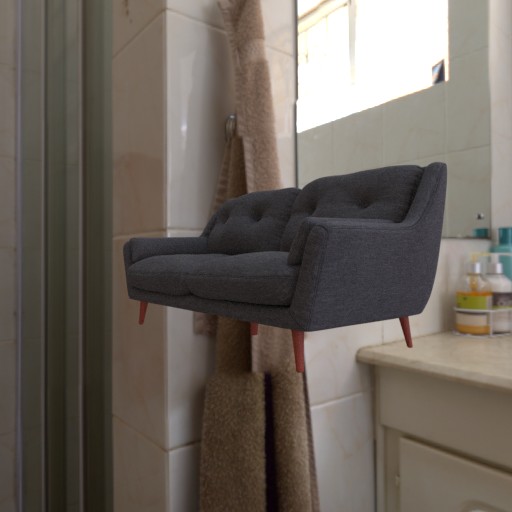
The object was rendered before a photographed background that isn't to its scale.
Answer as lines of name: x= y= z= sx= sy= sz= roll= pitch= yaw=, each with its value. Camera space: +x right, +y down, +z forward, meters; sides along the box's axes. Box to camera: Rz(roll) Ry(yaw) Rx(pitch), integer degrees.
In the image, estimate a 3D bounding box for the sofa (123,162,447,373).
sofa: x=0.000 y=0.000 z=2.513 sx=0.975 sy=0.896 sz=1.929 roll=0 pitch=-1 yaw=-36
